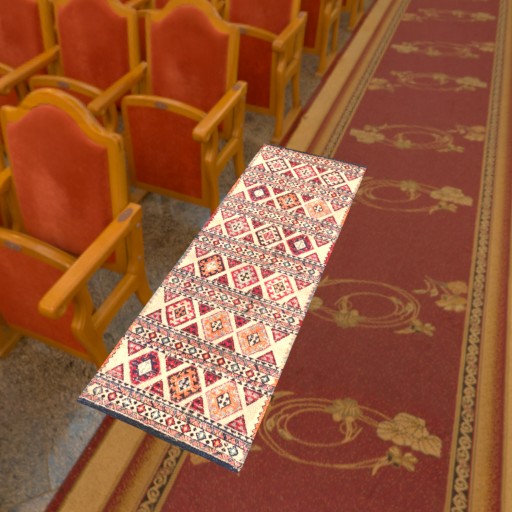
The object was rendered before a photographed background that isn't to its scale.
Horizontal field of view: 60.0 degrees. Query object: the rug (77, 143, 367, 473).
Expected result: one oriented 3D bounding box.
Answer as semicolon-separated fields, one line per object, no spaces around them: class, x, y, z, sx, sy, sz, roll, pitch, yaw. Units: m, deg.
rug;0.000;0.000;2.697;0.832;0.008;2.362;17;49;15
